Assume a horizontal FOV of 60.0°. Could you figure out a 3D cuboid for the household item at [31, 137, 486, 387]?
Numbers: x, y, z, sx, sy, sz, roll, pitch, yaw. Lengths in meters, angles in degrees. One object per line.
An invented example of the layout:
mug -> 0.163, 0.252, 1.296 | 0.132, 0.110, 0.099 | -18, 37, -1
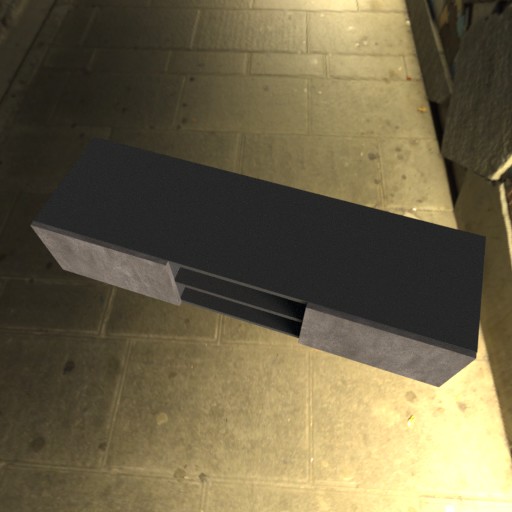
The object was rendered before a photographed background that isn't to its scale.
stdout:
household item -> 0.000, 0.000, 1.550 | 1.400, 0.310, 0.420 | 16, 60, 10
